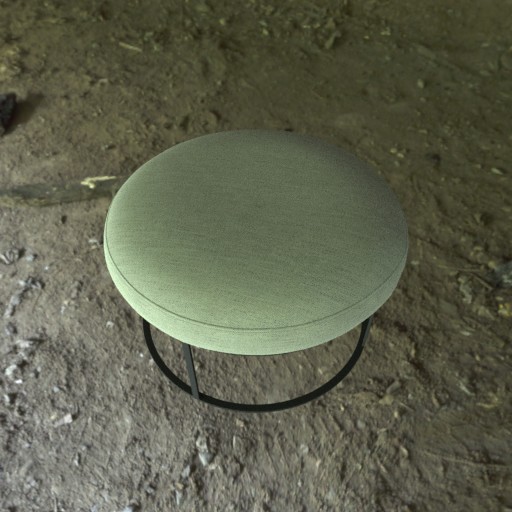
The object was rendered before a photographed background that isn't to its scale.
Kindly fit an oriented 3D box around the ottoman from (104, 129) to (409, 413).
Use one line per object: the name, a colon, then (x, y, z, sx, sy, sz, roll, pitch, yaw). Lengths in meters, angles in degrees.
ottoman: (0.000, 0.000, 1.247, 0.769, 0.459, 0.769, 0, 46, 0)
